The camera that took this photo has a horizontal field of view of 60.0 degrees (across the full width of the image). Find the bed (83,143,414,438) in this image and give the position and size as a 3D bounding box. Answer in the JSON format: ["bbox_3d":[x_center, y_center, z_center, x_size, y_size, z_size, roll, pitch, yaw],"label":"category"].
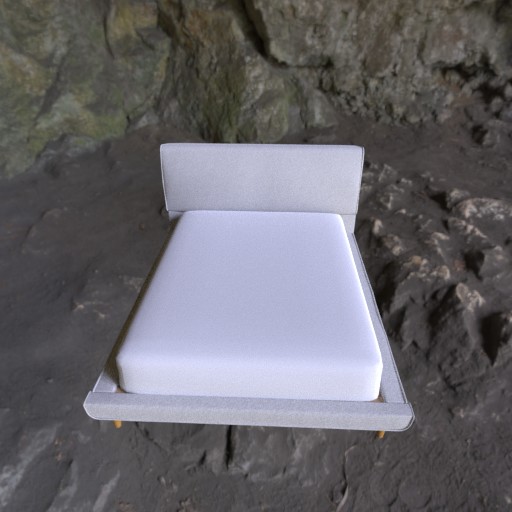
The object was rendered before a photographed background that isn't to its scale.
[{"bbox_3d":[0.000,0.000,3.314,1.840,1.067,2.368,1,30,2],"label":"bed"}]
